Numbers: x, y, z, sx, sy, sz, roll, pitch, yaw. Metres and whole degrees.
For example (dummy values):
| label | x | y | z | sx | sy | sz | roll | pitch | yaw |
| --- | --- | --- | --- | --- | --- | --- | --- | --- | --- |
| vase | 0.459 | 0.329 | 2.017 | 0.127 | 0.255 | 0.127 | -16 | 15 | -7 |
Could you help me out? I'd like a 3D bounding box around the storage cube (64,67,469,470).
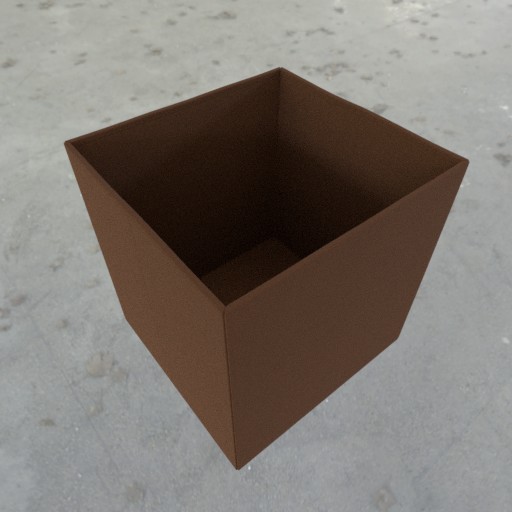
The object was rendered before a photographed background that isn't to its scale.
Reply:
| label | x | y | z | sx | sy | sz | roll | pitch | yaw |
| --- | --- | --- | --- | --- | --- | --- | --- | --- | --- |
| storage cube | 0.000 | 0.000 | 0.498 | 0.270 | 0.280 | 0.270 | -30 | 53 | -26 |
